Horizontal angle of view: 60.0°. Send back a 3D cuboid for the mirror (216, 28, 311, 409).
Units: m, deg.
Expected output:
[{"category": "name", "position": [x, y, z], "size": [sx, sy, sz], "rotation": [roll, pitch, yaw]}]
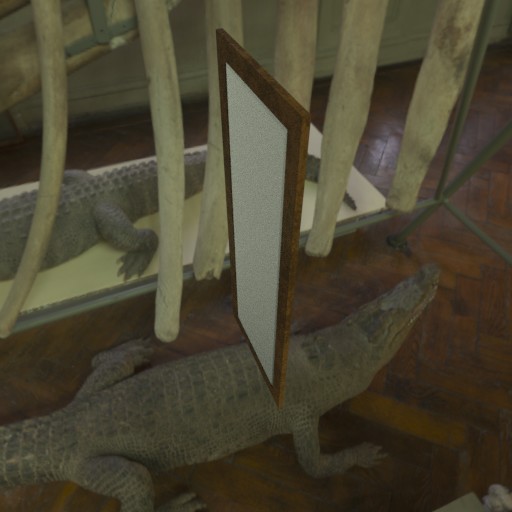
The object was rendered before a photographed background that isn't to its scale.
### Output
[{"category": "mirror", "position": [0.000, 0.000, 2.370], "size": [0.032, 2.031, 0.812], "rotation": [-17, 48, -16]}]
